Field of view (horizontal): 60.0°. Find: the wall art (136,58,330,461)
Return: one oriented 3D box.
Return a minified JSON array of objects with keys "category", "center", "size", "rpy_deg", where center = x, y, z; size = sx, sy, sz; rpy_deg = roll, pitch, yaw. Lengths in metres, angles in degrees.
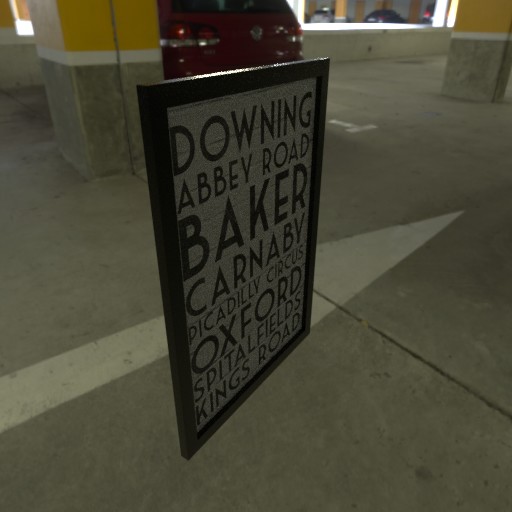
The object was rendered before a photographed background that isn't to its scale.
[{"category":"wall art","center":[0.000,0.000,0.551],"size":[0.013,0.432,0.304],"rpy_deg":[19,34,30]}]
